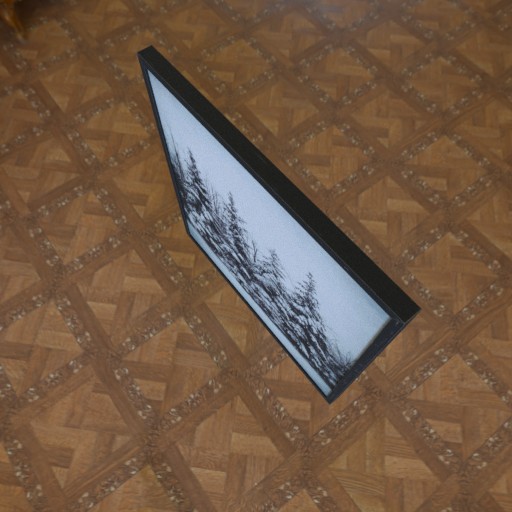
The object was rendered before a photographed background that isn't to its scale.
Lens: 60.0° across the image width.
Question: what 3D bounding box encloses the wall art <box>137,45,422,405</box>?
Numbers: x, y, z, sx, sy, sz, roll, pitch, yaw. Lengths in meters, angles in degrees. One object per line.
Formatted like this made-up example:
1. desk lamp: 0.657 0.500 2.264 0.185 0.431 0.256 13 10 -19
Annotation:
1. wall art: 0.000 0.000 1.139 0.037 0.761 0.761 -35 68 -17
